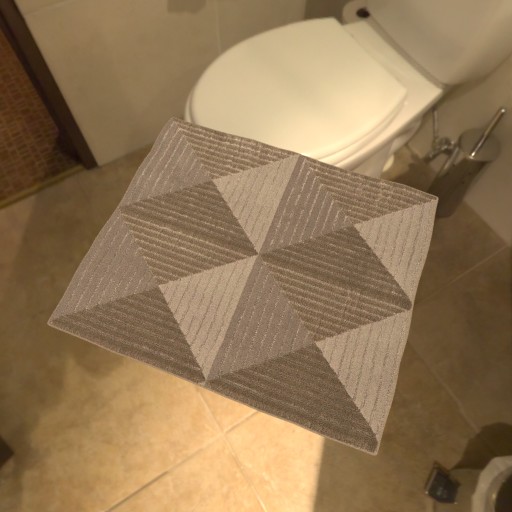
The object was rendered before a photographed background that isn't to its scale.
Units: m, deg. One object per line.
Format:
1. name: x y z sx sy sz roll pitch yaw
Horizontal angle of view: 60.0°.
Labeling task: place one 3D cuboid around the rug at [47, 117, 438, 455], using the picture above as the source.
1. rug: 0.000 0.000 0.892 0.642 0.008 0.551 19 66 9
